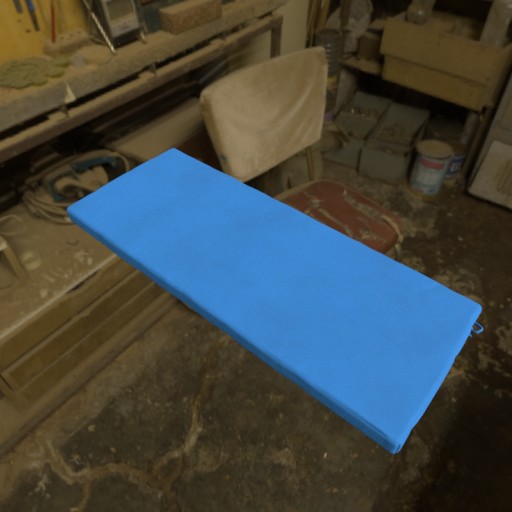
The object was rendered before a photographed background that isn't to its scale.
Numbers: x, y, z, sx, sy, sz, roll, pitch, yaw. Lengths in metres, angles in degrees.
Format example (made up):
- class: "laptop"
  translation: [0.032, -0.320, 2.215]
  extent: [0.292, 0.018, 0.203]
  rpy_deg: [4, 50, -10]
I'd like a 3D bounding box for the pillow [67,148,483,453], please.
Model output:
- class: "pillow"
  translation: [0.000, 0.000, 1.271]
  extent: [1.187, 0.081, 0.492]
  rpy_deg: [31, 53, 27]
